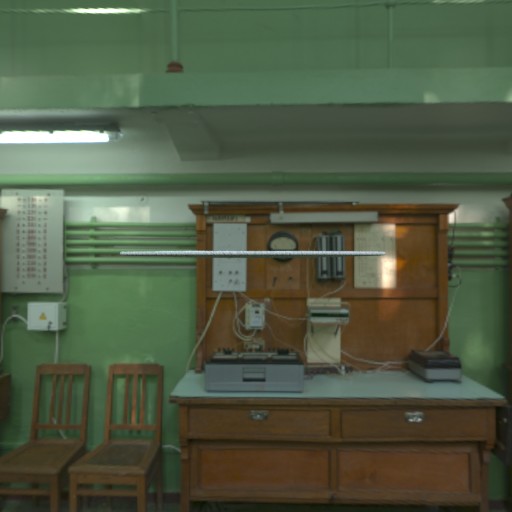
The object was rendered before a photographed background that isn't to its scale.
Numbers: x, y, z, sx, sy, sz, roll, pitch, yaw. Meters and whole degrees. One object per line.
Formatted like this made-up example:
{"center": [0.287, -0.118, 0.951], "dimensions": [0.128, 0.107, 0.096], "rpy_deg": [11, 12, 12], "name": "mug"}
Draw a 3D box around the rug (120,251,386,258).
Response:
{"center": [0.000, 0.000, 2.626], "dimensions": [0.855, 0.017, 2.452], "rpy_deg": [0, 0, 1], "name": "rug"}
